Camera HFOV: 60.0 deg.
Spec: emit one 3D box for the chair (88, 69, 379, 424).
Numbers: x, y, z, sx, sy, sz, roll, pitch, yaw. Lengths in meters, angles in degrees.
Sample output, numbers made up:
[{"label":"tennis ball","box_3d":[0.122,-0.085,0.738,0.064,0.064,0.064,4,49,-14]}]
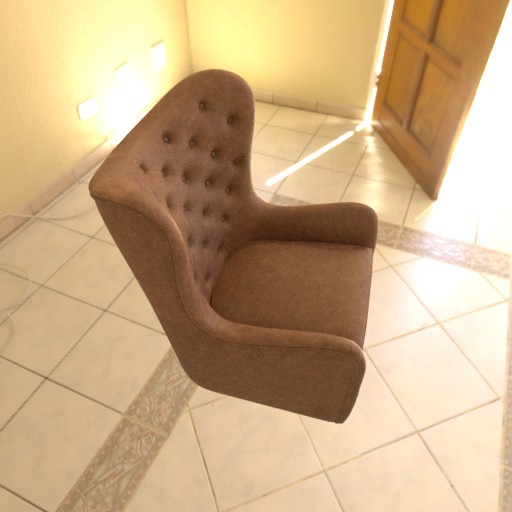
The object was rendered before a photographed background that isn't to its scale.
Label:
[{"label":"chair","box_3d":[0.000,0.000,1.712,0.930,1.079,0.831,10,46,10]}]
